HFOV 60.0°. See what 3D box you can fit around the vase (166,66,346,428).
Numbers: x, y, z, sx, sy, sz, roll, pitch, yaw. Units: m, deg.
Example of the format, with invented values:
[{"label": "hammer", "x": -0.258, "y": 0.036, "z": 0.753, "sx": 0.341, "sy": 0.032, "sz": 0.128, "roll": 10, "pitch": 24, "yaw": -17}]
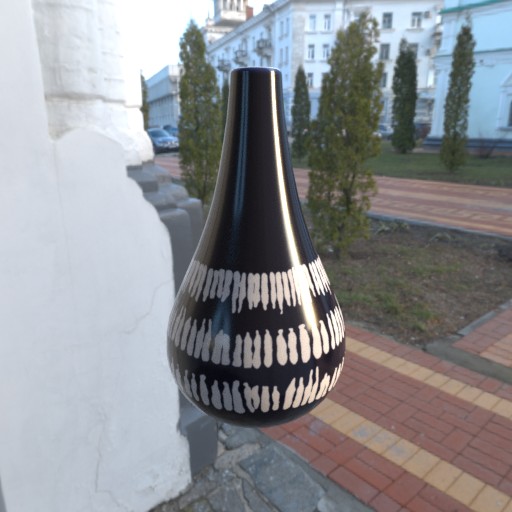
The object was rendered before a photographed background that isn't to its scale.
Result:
[{"label": "vase", "x": 0.000, "y": 0.000, "z": 0.378, "sx": 0.159, "sy": 0.295, "sz": 0.159, "roll": 0, "pitch": 16, "yaw": 0}]
